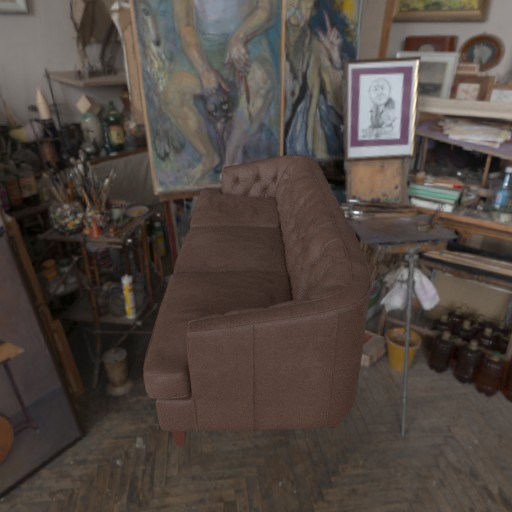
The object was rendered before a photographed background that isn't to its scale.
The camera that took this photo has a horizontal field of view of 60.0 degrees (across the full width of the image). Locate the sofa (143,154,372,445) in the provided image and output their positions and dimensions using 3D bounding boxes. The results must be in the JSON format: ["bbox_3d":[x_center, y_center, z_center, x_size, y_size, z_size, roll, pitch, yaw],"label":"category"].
[{"bbox_3d":[0.000,0.000,2.677,0.927,0.787,2.227,0,27,0],"label":"sofa"}]
